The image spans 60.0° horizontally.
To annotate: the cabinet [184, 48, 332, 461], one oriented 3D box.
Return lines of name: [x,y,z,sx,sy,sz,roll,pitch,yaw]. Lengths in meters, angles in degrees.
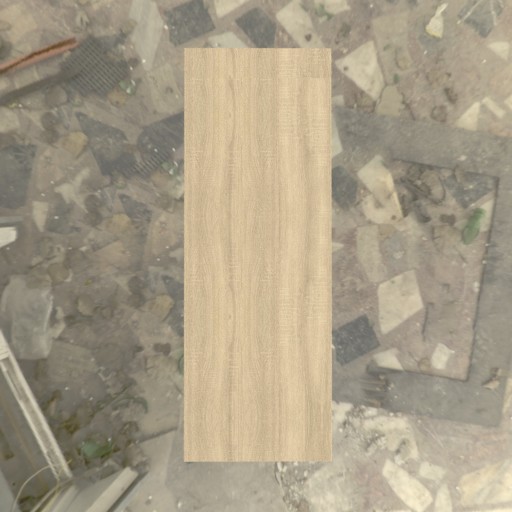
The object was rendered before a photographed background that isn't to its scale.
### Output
cabinet: [0.000,0.000,1.883,0.398,1.388,1.111,0,89,0]
